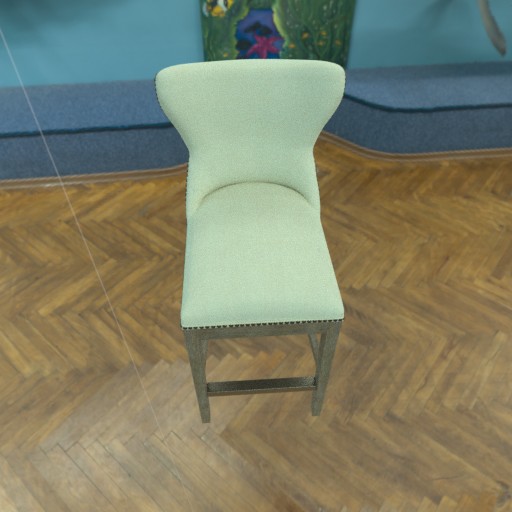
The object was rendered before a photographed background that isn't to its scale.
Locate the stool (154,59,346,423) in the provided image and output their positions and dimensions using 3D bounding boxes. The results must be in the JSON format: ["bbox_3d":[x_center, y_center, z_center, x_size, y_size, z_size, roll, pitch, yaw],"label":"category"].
[{"bbox_3d":[0.000,0.000,1.349,0.498,0.981,0.608,-3,47,-2],"label":"stool"}]
